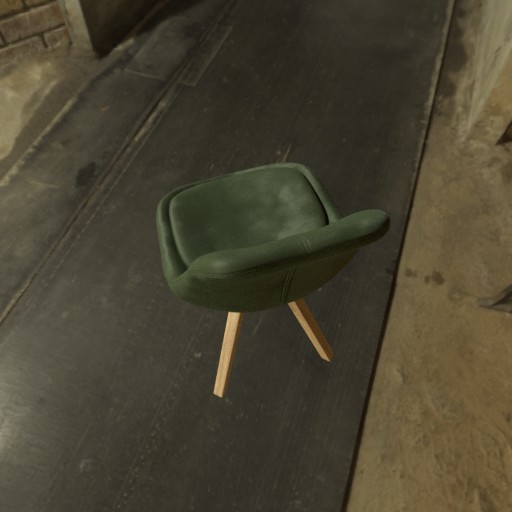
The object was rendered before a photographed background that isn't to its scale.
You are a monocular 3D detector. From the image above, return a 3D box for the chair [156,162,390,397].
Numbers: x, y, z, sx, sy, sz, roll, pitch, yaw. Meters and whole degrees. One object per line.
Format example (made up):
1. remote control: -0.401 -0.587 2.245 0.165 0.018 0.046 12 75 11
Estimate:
1. chair: 0.000 0.000 1.189 0.483 0.865 0.547 -16 60 -9
